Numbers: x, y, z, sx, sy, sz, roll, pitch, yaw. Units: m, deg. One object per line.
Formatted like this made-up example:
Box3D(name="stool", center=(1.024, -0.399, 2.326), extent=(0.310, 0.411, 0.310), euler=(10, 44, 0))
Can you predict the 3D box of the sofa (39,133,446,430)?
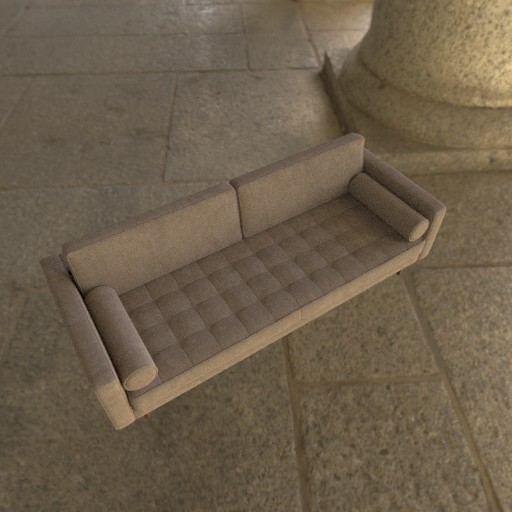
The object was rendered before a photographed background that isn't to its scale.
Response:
Box3D(name="sofa", center=(0.000, 0.000, 2.637), extent=(2.200, 0.770, 0.919), euler=(-25, 52, -22))
